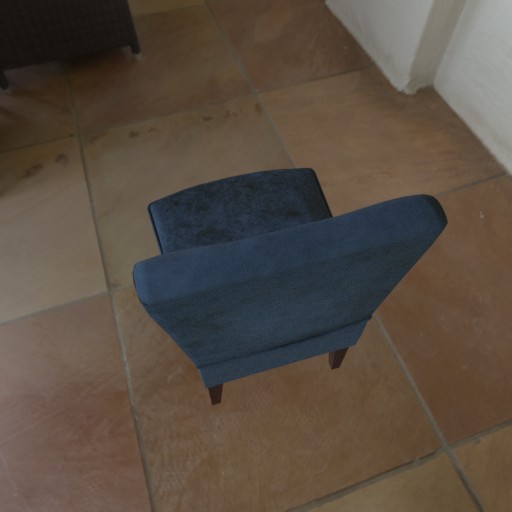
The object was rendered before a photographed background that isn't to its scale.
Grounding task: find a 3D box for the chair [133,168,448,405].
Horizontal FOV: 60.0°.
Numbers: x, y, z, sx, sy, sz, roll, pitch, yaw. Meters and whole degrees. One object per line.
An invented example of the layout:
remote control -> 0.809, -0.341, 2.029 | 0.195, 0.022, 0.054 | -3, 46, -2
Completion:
chair -> 0.000, 0.000, 1.160 | 0.521, 0.806, 0.551 | -14, 59, -9
